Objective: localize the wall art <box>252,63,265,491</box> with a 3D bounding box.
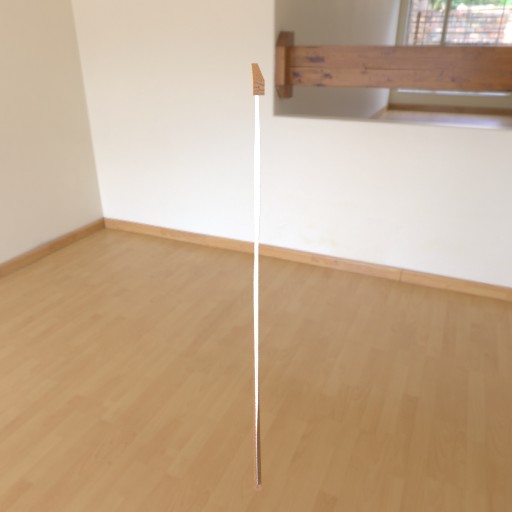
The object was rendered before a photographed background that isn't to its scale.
[{"bbox_3d":[0.000,0.000,0.779,0.011,0.605,0.458,0,25,-1],"label":"wall art"}]
